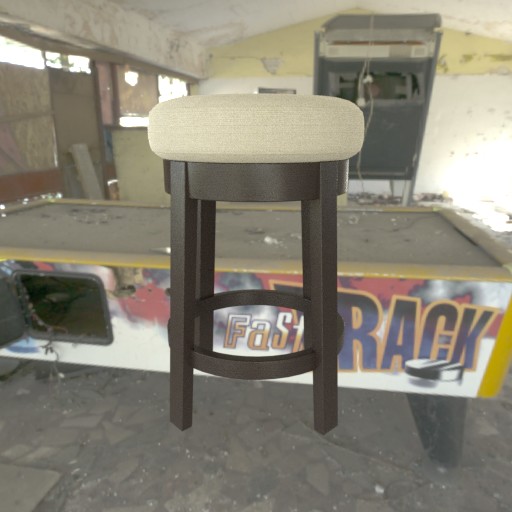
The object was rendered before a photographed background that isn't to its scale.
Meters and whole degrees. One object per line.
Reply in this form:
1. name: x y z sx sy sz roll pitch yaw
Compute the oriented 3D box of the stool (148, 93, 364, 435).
1. stool: 0.000 0.000 0.973 0.449 0.655 0.449 0 15 0
